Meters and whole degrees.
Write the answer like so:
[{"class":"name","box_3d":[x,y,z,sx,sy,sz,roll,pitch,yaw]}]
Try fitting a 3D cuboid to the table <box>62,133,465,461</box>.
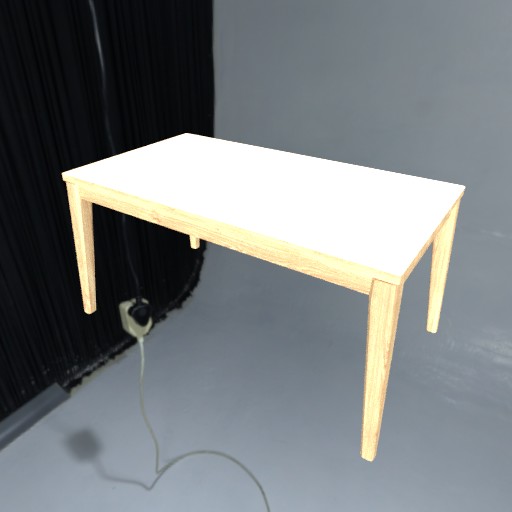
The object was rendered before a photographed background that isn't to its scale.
[{"class":"table","box_3d":[0.000,0.000,2.103,1.600,0.760,0.900,18,35,29]}]
